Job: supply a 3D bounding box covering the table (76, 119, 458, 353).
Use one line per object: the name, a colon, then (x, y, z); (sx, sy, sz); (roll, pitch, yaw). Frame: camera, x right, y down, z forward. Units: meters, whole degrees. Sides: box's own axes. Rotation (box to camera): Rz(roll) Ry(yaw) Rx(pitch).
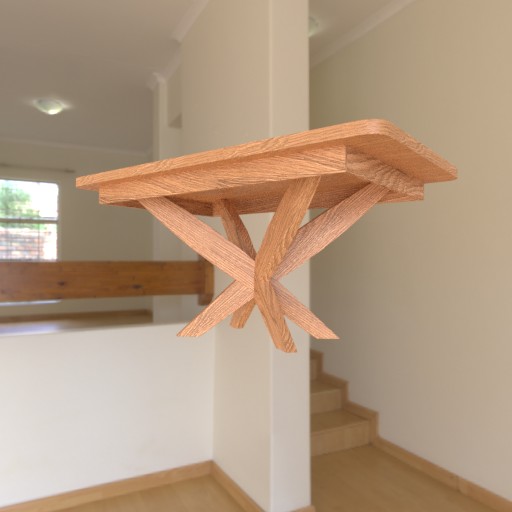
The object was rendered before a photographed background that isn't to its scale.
table: (0.000, 0.000, 2.100); (1.600, 0.770, 0.950); (0, -1, 37)
